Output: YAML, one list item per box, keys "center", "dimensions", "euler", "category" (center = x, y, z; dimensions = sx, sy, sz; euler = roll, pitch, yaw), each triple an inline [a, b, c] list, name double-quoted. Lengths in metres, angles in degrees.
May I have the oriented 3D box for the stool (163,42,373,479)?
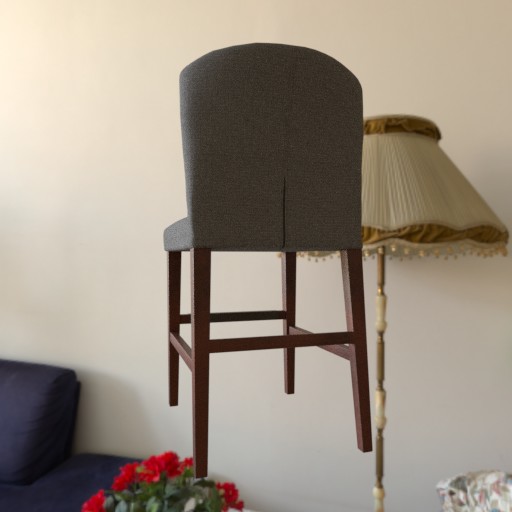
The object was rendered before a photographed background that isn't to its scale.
- center: [0.000, 0.000, 1.271]
  dimensions: [0.479, 0.968, 0.568]
  euler: [0, 0, -18]
  category: "stool"
